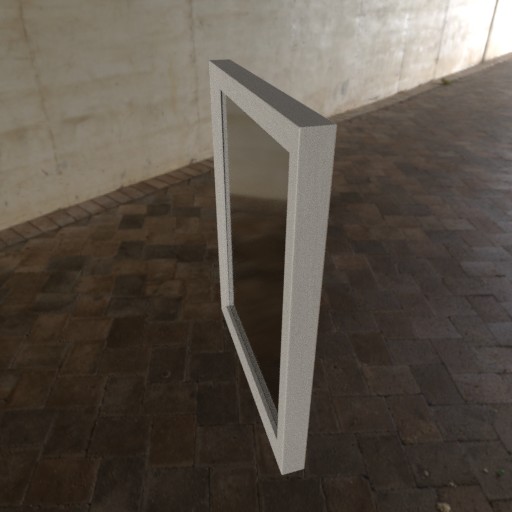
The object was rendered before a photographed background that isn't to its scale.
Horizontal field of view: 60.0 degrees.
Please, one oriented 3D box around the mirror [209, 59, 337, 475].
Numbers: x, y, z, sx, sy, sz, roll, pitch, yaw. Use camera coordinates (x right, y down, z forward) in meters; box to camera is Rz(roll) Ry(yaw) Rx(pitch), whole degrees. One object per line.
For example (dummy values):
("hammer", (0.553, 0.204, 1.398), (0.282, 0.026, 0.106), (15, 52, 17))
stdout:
("mirror", (0.000, 0.000, 0.686), (0.041, 0.508, 0.405), (-9, 33, -14))
